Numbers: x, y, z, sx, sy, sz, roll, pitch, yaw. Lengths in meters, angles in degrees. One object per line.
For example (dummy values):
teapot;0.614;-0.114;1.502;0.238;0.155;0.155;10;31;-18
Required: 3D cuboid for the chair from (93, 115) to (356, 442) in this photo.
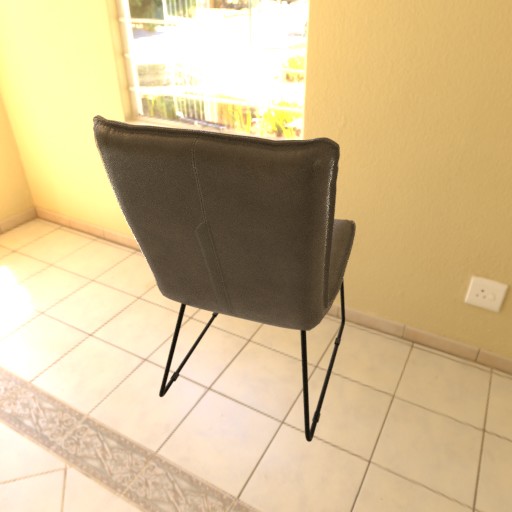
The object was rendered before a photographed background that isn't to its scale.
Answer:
chair;0.000;0.000;1.310;0.515;0.932;0.688;11;34;16
